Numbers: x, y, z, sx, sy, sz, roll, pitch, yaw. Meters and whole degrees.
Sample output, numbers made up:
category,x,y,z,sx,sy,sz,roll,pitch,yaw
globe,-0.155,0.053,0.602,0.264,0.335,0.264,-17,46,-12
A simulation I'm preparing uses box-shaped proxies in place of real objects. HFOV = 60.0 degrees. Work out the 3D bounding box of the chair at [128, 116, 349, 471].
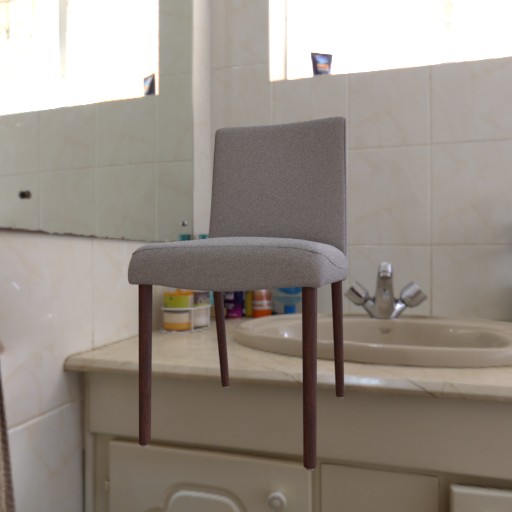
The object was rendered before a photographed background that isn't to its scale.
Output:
category,x,y,z,sx,sy,sz,roll,pitch,yaw
chair,0.000,0.000,1.171,0.456,0.859,0.570,0,-1,18
